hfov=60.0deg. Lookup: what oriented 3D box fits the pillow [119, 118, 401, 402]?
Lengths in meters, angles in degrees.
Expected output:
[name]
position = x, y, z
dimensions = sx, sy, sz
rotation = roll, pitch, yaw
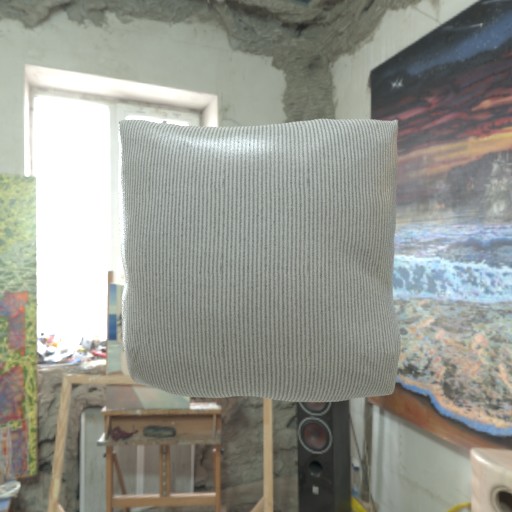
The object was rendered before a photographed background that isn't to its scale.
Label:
[pillow]
position = 0.000, 0.000, 0.682
dimensions = 0.387, 0.432, 0.310
rotation = 0, 0, 36
